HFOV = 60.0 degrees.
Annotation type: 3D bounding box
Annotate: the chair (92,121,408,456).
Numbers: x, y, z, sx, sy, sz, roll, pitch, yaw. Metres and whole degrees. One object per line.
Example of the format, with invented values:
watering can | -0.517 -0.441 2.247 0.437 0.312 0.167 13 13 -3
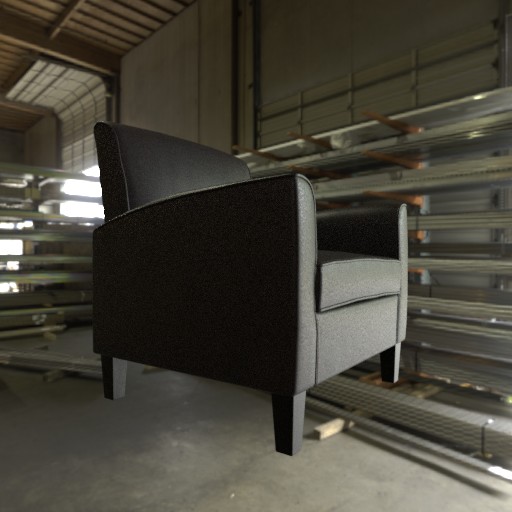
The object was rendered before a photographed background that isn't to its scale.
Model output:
chair | 0.000 0.000 1.537 0.819 0.916 0.820 0 1 36
